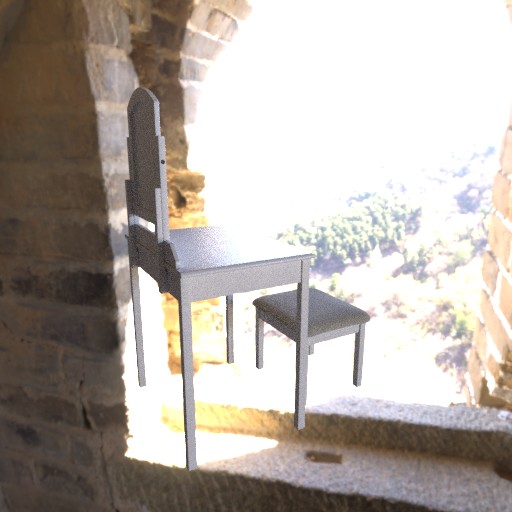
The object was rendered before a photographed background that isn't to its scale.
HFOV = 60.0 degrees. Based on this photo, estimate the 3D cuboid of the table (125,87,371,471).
[{"bbox_3d":[0.000,0.000,2.373,1.211,1.631,0.876,-8,16,-29],"label":"table"}]
